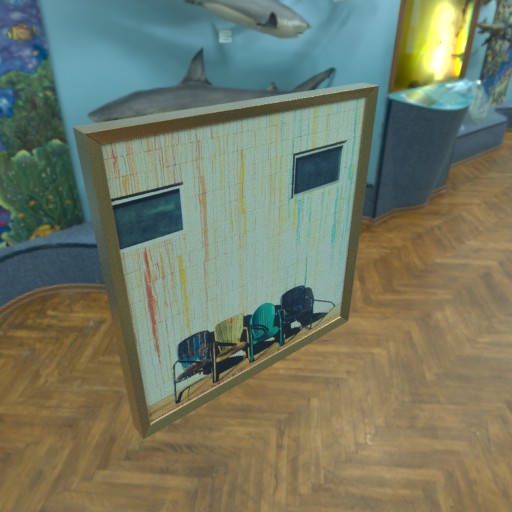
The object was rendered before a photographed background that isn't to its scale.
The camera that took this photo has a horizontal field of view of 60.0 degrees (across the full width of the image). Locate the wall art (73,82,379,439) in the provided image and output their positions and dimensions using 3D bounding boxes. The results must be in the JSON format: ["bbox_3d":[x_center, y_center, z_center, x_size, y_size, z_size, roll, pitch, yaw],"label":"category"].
[{"bbox_3d":[0.000,0.000,0.755,0.505,0.505,0.037,-22,36,-33],"label":"wall art"}]
